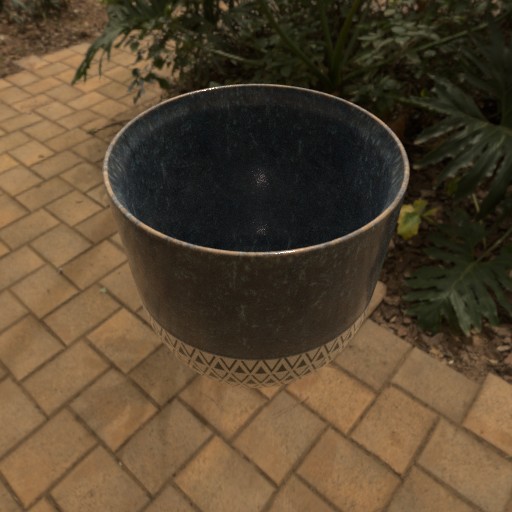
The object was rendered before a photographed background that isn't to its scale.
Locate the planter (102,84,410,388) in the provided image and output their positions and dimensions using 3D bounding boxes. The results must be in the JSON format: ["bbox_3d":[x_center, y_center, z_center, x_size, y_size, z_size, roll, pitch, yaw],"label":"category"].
[{"bbox_3d":[0.000,0.000,0.489,0.266,0.270,0.266,0,45,0],"label":"planter"}]
